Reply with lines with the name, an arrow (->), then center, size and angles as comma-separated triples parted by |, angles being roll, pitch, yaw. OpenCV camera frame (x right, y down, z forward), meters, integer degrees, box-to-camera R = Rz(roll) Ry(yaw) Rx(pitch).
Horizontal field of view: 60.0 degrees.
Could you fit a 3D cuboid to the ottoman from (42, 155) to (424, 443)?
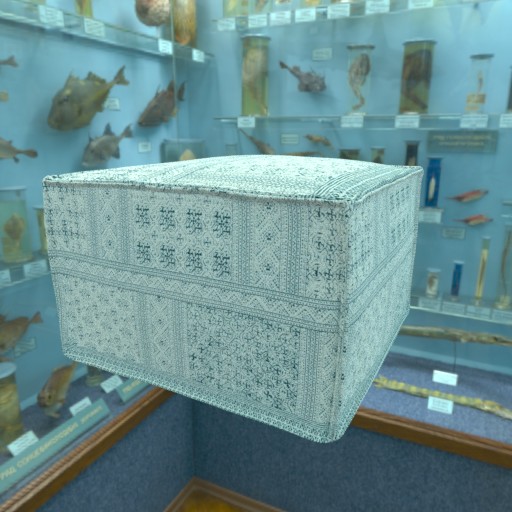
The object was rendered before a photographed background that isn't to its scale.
ottoman -> 0.000, 0.000, 1.014 | 0.617, 0.439, 0.626 | 8, 17, 27
